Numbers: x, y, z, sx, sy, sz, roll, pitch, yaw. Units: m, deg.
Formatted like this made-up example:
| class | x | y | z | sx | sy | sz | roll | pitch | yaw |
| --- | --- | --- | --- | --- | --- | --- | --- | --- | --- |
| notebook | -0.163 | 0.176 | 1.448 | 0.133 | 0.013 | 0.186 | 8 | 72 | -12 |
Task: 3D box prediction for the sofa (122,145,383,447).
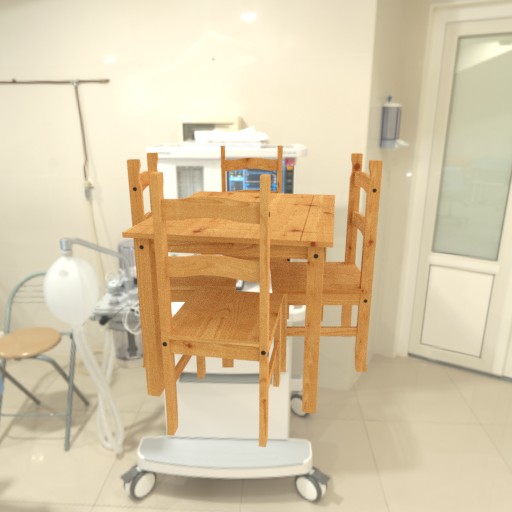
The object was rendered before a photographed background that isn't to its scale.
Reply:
| class | x | y | z | sx | sy | sz | roll | pitch | yaw |
| --- | --- | --- | --- | --- | --- | --- | --- | --- | --- |
| sofa | 0.000 | 0.000 | 2.245 | 1.144 | 1.000 | 1.529 | 3 | 18 | 9 |
